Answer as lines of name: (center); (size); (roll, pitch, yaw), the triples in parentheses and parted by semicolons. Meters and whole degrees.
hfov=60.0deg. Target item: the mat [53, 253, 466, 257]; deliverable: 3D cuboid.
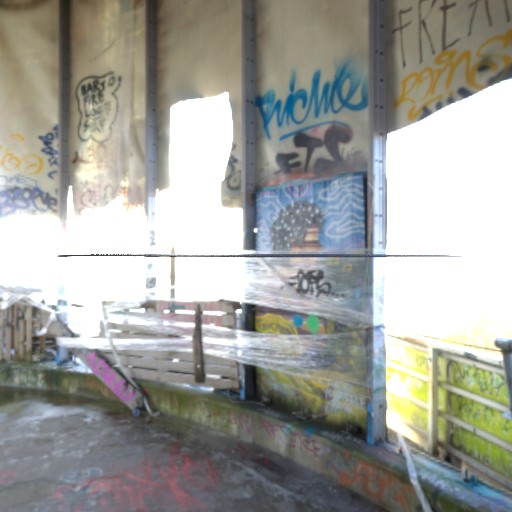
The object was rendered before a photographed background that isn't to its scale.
mat: (0.000, 0.000, 1.899); (1.524, 0.013, 0.918); (0, 0, -17)
